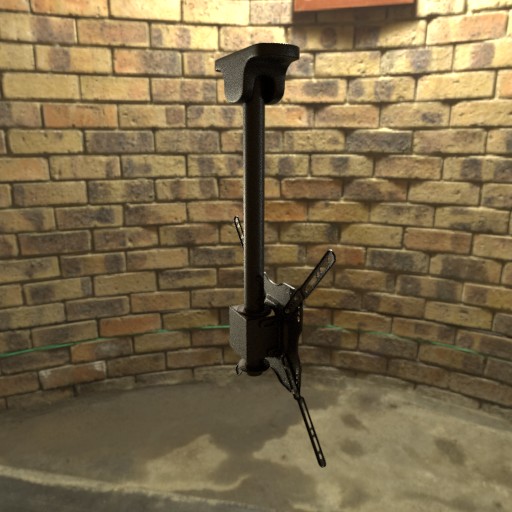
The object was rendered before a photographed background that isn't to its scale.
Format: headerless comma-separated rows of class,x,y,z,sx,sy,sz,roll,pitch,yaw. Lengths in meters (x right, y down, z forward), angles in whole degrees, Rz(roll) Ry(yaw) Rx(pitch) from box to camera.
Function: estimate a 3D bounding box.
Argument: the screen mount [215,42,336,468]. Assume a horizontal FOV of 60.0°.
screen mount,0.000,0.000,0.868,0.090,0.729,0.393,-7,17,-26
